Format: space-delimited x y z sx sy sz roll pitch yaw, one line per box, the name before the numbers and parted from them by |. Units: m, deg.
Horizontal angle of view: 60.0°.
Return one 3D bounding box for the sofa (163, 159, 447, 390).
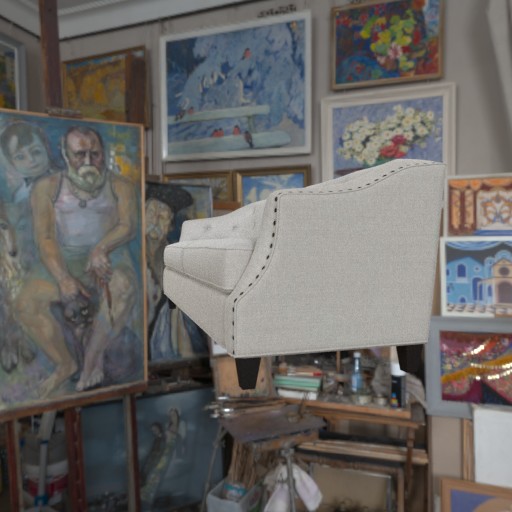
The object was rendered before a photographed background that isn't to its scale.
sofa | 0.000 0.000 2.717 0.914 0.901 2.235 0 1 -18
